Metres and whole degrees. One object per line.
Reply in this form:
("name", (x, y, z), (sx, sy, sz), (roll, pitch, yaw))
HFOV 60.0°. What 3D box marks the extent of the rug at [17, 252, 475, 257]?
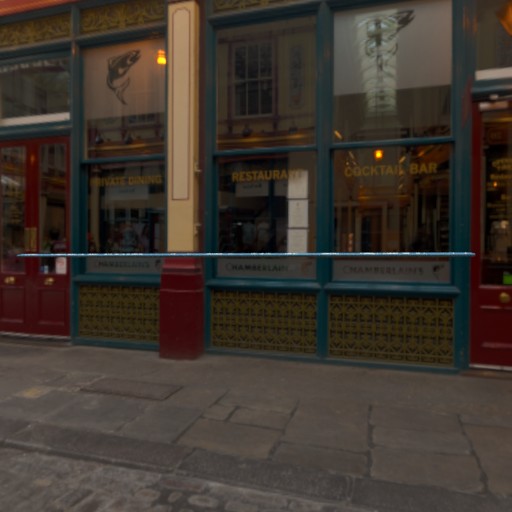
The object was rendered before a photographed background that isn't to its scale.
("rug", (0.000, 0.000, 2.264), (1.833, 0.012, 1.211), (0, 0, 17))
